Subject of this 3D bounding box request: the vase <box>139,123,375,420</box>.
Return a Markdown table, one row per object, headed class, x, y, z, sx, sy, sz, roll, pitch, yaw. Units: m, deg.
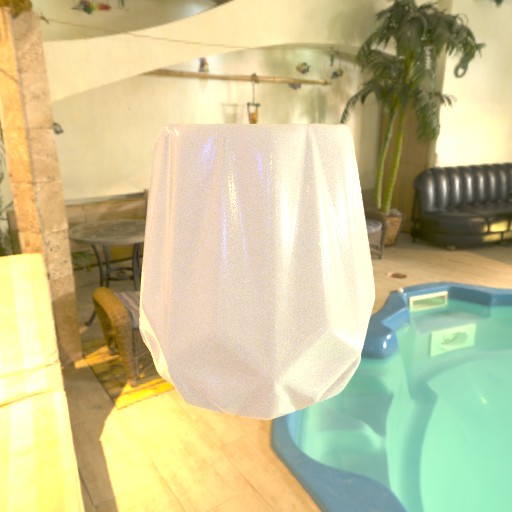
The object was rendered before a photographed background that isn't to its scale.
| class | x | y | z | sx | sy | sz | roll | pitch | yaw |
| --- | --- | --- | --- | --- | --- | --- | --- | --- | --- |
| vase | 0.000 | 0.000 | 0.265 | 0.141 | 0.152 | 0.141 | 0 | 16 | 0 |
